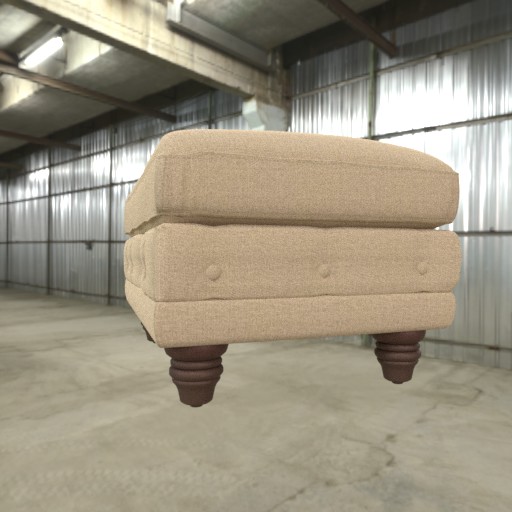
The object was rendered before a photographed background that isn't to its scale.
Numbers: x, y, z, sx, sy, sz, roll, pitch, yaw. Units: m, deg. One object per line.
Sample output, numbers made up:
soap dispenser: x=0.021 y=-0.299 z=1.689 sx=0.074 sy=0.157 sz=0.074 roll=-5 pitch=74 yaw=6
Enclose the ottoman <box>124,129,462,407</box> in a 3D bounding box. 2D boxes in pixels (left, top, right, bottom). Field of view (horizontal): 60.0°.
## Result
ottoman: x=0.000 y=0.000 z=0.993 sx=0.541 sy=0.463 sz=0.684 roll=0 pitch=0 yaw=-19
